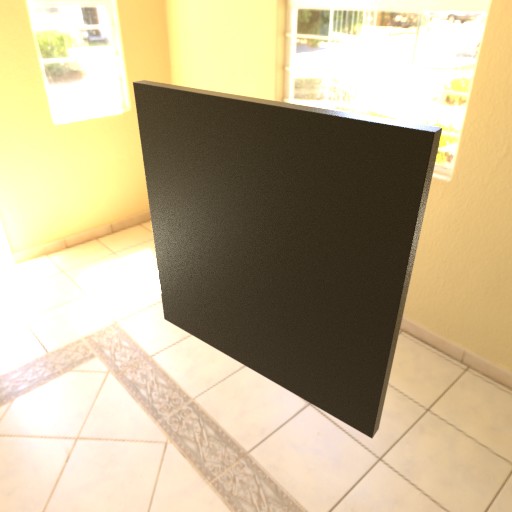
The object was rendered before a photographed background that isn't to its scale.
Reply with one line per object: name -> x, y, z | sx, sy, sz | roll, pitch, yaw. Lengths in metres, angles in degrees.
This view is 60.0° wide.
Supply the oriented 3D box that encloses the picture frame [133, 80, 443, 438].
picture frame -> 0.000, 0.000, 0.823 | 0.559, 0.557, 0.029 | 22, 37, 32
